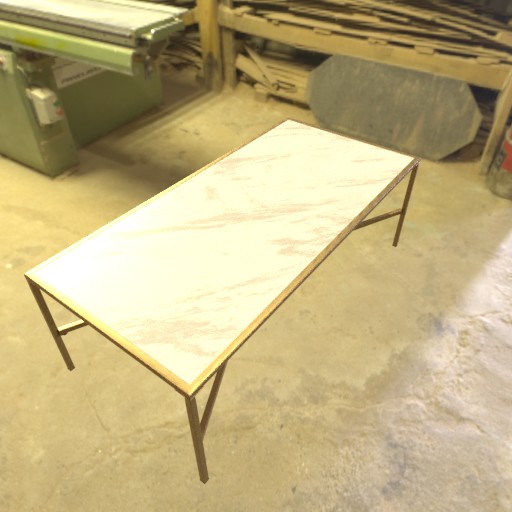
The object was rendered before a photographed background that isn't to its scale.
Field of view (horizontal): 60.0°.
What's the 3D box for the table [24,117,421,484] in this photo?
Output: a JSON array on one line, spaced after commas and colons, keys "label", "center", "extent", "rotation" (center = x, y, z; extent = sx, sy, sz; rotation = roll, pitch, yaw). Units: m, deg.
[{"label": "table", "center": [0.000, 0.000, 1.486], "extent": [0.577, 0.405, 1.197], "rotation": [26, 47, 27]}]
